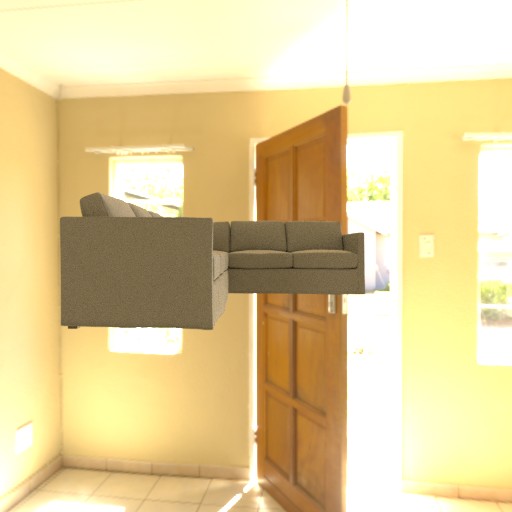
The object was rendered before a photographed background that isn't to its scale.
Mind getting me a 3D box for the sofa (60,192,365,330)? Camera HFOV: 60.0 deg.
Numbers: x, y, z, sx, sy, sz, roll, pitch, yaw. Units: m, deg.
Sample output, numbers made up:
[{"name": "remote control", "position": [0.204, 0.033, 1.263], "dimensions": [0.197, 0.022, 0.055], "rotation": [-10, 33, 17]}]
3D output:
[{"name": "sofa", "position": [0.000, 0.000, 4.265], "dimensions": [2.432, 0.871, 3.182], "rotation": [0, 1, -1]}]
